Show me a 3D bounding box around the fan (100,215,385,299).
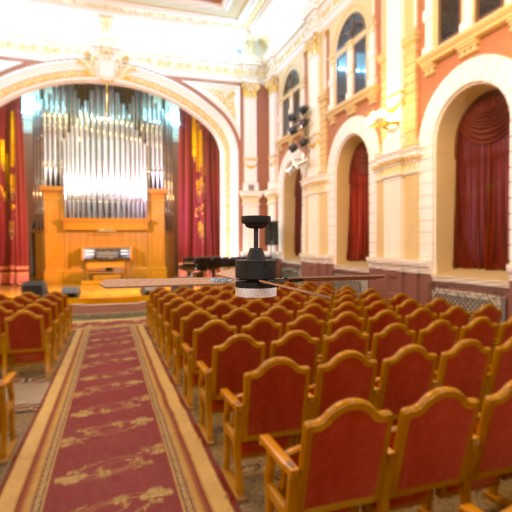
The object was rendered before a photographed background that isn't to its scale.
[{"bbox_3d":[0.000,0.000,1.987,1.320,0.355,1.320,0,1,-18],"label":"fan"}]
